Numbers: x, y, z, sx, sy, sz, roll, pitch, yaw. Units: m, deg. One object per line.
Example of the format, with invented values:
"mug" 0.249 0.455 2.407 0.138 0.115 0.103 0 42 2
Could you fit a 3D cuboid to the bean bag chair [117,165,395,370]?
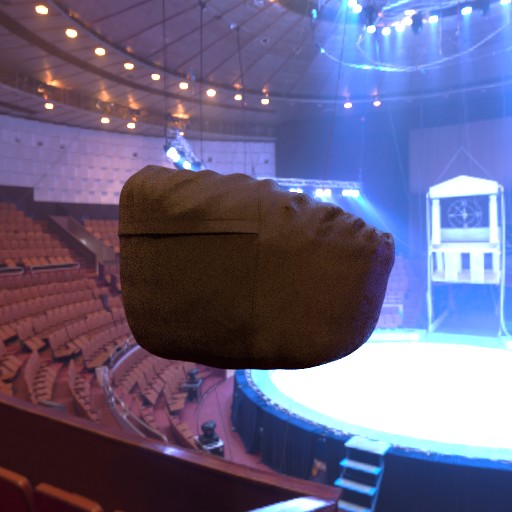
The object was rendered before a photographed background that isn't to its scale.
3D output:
"bean bag chair" 0.000 0.000 2.081 1.245 0.821 1.245 0 0 0
